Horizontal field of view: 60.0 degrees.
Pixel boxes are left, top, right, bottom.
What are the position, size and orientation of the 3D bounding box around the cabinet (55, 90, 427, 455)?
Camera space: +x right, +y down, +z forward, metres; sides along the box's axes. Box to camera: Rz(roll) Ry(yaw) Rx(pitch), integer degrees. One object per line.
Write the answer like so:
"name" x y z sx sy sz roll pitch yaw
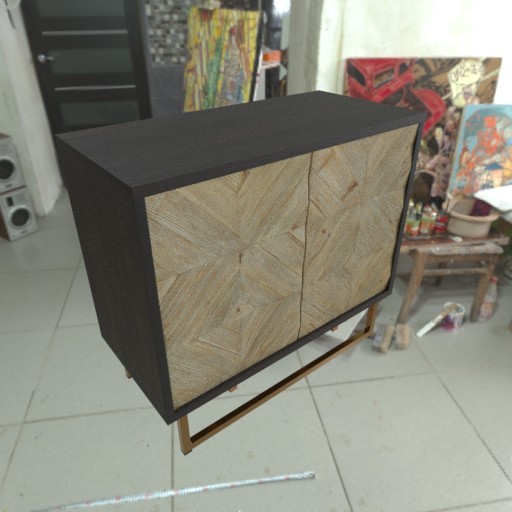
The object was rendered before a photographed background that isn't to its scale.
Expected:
"cabinet" 0.000 0.000 1.448 0.950 0.860 0.451 -22 37 -32
